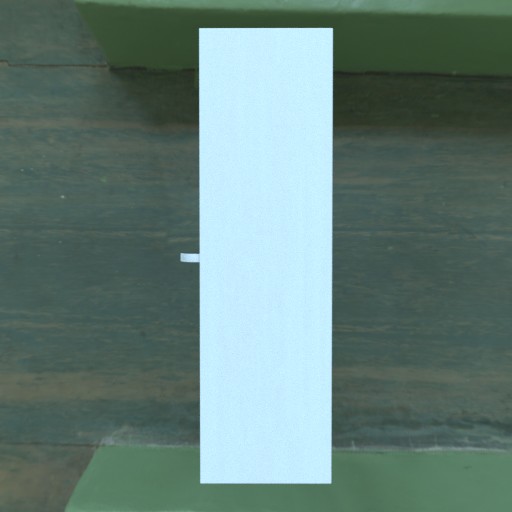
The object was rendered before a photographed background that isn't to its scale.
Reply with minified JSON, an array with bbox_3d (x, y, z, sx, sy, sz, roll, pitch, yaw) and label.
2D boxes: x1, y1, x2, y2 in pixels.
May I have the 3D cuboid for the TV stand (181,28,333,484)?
[{"bbox_3d":[0.000,0.000,1.465,0.424,0.624,1.187,0,91,0],"label":"TV stand"}]
